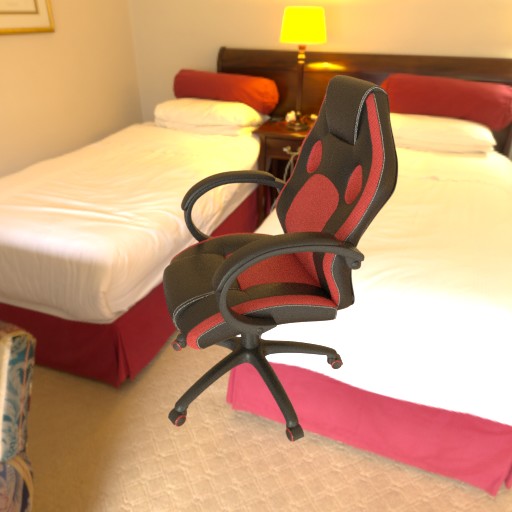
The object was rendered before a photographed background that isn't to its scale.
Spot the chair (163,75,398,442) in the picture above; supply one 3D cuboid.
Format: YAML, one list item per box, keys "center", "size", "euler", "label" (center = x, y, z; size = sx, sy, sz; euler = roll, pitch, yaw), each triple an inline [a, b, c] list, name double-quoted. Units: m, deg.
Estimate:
- center: [0.000, 0.000, 1.626]
  size: [0.783, 1.189, 0.750]
  euler: [-8, 30, -15]
  label: "chair"
